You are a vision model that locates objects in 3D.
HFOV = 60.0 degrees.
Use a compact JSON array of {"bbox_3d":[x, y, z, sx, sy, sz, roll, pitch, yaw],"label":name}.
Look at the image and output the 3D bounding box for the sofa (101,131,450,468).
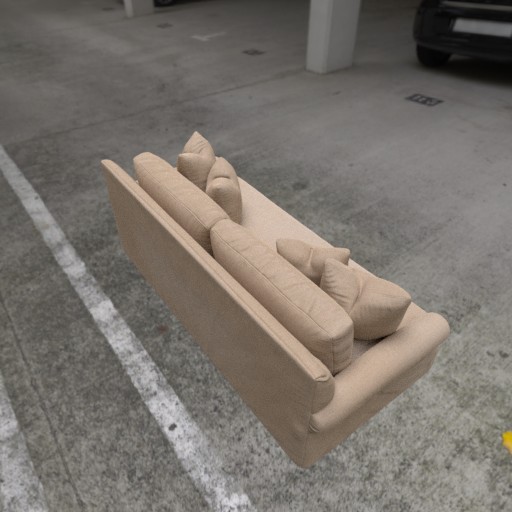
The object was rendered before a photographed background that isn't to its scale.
[{"bbox_3d":[0.000,0.000,2.817,1.067,0.904,2.285,-26,47,-27],"label":"sofa"}]
